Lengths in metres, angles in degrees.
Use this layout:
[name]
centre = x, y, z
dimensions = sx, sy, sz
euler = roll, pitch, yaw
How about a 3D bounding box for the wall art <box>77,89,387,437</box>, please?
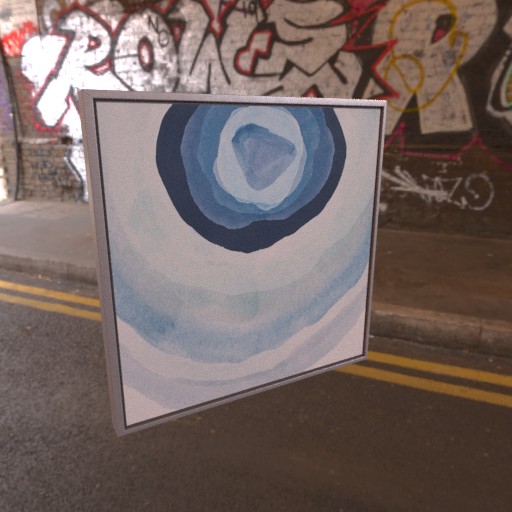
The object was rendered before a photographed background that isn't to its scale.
[wall art]
centre = 0.000, 0.000, 0.513
dimensions = 0.349, 0.349, 0.028
euler = -9, 18, -27
